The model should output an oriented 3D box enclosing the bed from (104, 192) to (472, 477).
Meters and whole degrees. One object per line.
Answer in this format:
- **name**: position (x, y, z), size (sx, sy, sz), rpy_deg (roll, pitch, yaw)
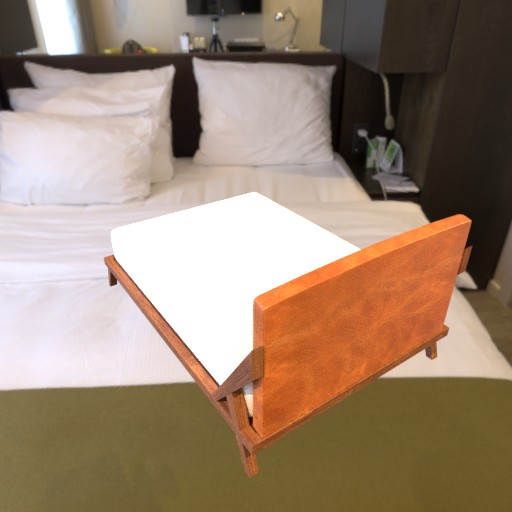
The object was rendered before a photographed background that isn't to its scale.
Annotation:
- **bed**: position (0.000, 0.000, 3.327), size (1.651, 1.168, 2.311), rpy_deg (-19, 35, -30)
